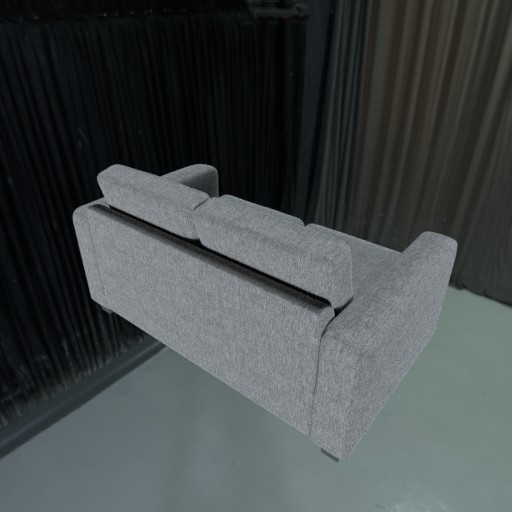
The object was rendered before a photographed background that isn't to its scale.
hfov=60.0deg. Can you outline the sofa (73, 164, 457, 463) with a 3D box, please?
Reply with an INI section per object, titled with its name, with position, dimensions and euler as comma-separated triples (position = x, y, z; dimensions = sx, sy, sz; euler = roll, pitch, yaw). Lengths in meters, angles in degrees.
[sofa]
position = 0.000, 0.000, 2.034
dimensions = 1.520, 0.800, 0.900
euler = 23, 38, 32
